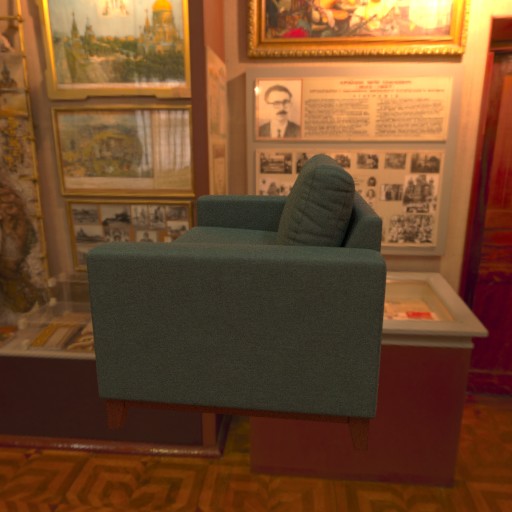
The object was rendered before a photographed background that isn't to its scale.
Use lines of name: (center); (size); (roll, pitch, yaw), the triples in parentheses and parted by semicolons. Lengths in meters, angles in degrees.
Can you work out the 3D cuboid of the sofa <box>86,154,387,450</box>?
sofa: (0.000, 0.000, 2.072); (0.955, 0.903, 1.489); (2, 14, 7)
